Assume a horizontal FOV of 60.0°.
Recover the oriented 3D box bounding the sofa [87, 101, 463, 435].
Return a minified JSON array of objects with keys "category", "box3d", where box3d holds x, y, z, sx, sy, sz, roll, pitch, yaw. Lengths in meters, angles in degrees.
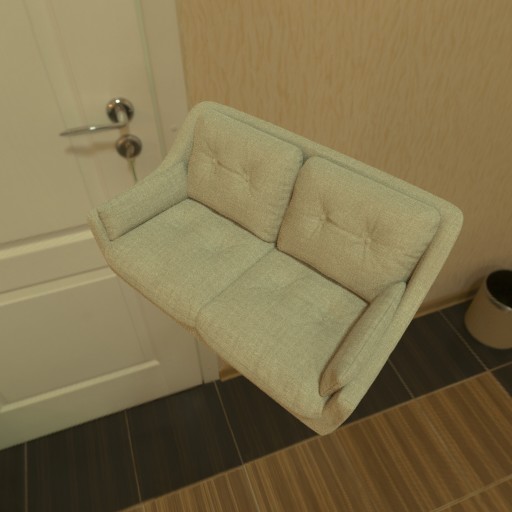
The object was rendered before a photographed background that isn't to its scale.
[{"category":"sofa","box3d":[0.000,0.000,2.257,1.652,0.888,0.965,32,54,27]}]
